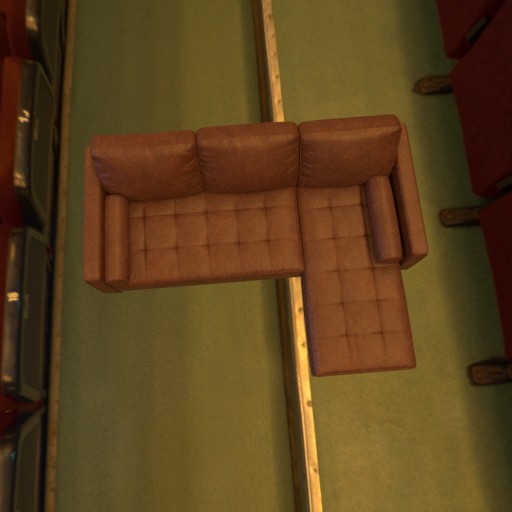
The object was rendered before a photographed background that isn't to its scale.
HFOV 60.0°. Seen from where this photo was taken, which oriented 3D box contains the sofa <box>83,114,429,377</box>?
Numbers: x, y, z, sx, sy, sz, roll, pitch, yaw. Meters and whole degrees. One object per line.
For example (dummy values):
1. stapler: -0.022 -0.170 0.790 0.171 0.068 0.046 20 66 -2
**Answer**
1. sofa: 0.000 0.000 2.935 2.185 0.841 1.613 -5 76 -1
